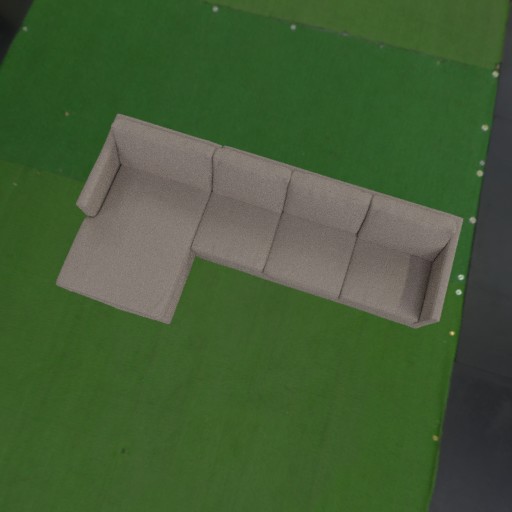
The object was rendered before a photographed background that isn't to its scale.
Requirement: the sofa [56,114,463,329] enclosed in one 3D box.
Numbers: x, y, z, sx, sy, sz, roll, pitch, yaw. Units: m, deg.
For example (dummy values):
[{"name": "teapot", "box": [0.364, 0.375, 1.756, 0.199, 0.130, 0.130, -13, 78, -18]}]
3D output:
[{"name": "sofa", "box": [0.000, 0.000, 3.919, 3.186, 0.846, 1.625, 18, 76, 5]}]
